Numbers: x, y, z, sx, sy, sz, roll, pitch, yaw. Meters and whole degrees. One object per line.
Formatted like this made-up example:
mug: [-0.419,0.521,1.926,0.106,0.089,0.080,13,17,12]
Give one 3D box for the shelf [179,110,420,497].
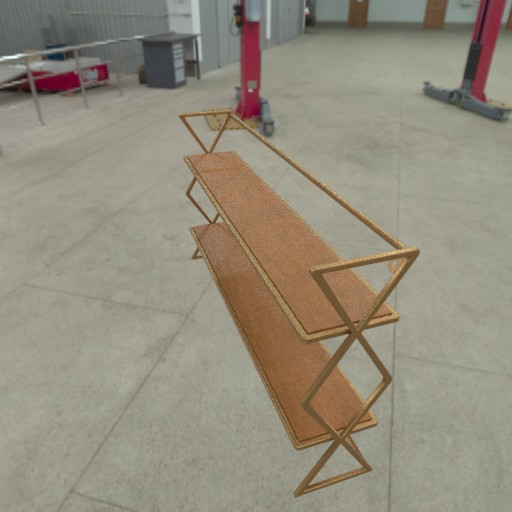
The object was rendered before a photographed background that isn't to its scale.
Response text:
shelf: [0.000,0.000,0.979,0.150,0.450,0.822,-10,32,-16]
